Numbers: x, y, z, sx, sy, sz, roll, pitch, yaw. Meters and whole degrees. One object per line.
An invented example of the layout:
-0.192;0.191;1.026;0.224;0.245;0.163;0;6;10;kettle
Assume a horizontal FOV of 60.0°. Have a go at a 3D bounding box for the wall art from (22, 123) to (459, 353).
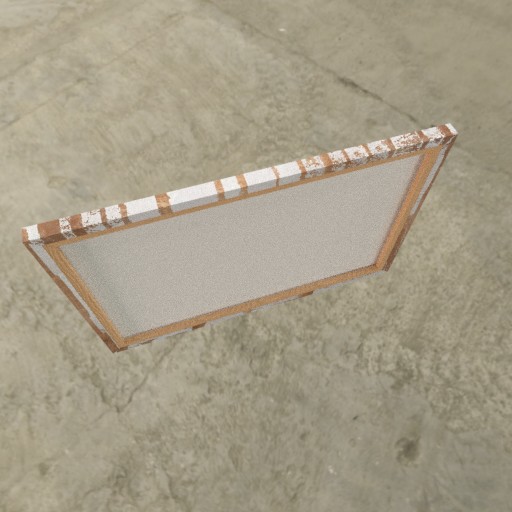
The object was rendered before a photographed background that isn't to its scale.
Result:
0.000;0.000;1.156;0.914;0.609;0.035;-16;60;-9;wall art
